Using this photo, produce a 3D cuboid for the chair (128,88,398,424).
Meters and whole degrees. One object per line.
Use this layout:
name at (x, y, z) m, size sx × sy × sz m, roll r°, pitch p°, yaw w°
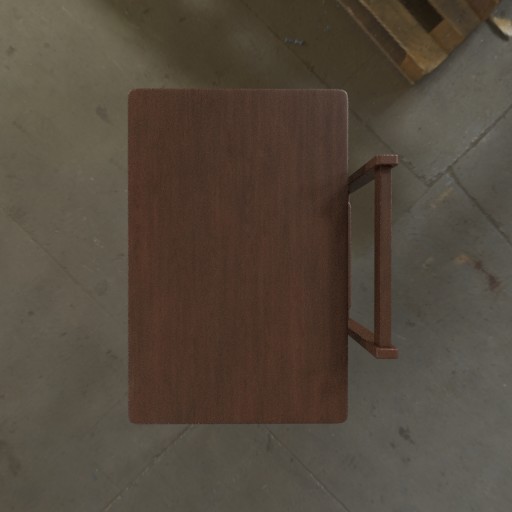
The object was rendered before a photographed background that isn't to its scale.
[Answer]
chair at (0.000, 0.000, 1.061) m, size 0.463 × 0.673 × 0.599 m, roll 0°, pitch 90°, yaw -1°
